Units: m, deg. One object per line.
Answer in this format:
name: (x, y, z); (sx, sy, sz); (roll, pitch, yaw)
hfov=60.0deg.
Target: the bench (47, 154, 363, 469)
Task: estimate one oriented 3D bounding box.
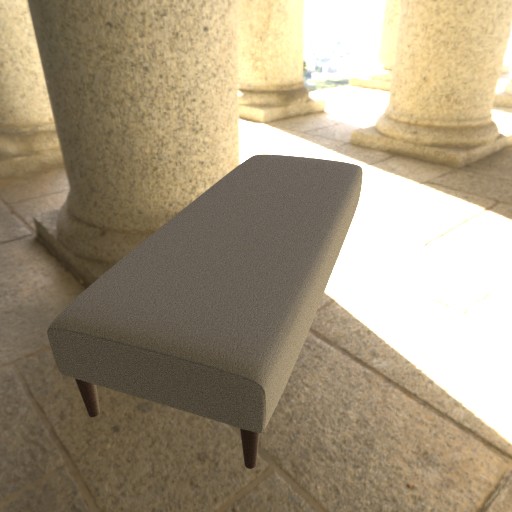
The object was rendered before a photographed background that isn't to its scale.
bench: (0.000, 0.000, 1.802); (0.646, 0.393, 1.609); (10, 31, 17)
